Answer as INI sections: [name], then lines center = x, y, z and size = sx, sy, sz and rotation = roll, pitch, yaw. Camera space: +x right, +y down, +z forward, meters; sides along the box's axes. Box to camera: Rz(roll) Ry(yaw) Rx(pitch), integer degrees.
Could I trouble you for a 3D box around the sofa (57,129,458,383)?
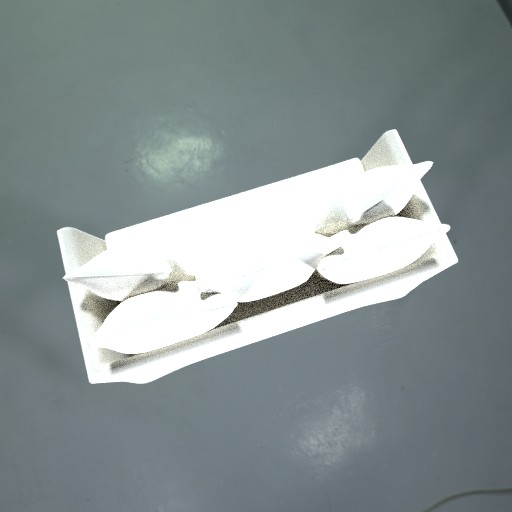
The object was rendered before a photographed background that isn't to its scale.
[sofa]
center = 0.000, 0.000, 2.922
size = 2.290, 1.034, 1.031
rotation = -18, 75, -5
